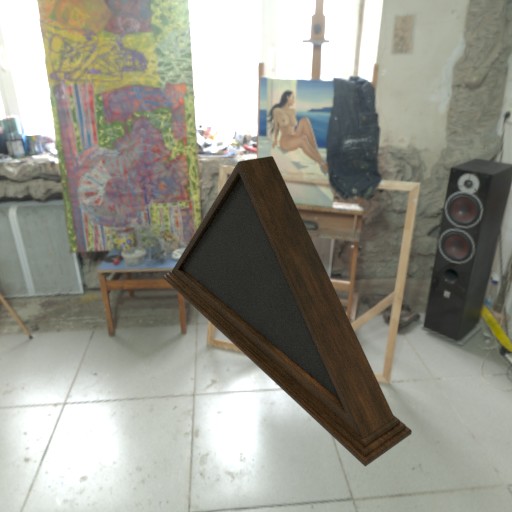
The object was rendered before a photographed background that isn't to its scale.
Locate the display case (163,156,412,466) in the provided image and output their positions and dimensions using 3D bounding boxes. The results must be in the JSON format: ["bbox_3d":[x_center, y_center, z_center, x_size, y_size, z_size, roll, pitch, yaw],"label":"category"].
[{"bbox_3d":[0.000,0.000,0.773,0.095,0.340,0.640,-17,30,-31],"label":"display case"}]
